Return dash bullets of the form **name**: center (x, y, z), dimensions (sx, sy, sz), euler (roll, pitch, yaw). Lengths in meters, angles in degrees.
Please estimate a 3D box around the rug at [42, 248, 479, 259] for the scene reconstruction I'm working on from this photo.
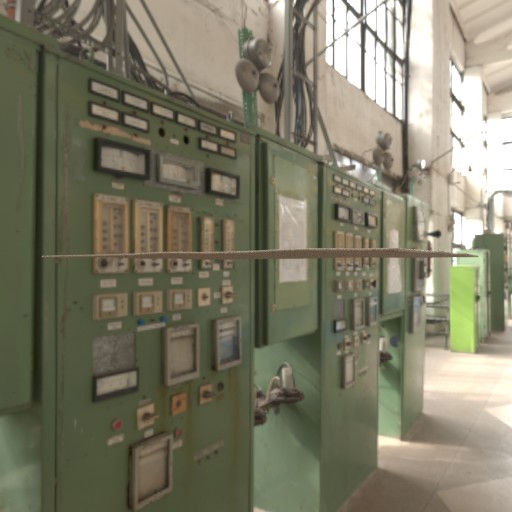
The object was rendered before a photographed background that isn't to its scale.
- **rug**: center (0.000, 0.000, 2.230), dimensions (1.829, 0.013, 1.220), euler (-1, -1, 36)
